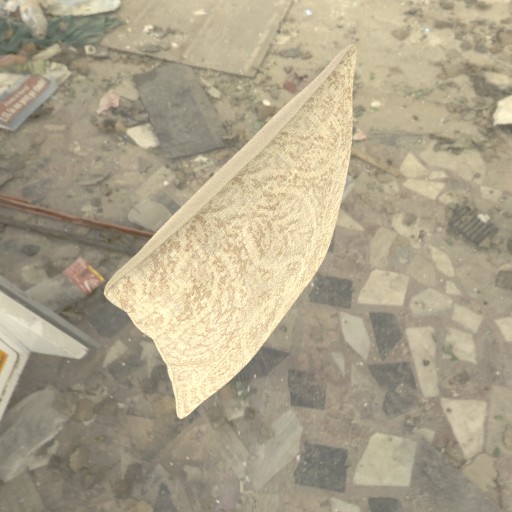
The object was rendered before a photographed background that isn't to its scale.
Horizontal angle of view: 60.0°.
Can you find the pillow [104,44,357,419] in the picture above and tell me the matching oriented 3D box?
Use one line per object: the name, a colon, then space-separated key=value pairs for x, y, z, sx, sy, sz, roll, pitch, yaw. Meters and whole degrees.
pillow: x=0.000 y=0.000 z=0.764 sx=0.166 sy=0.510 sz=0.523 roll=31 pitch=63 yaw=18
